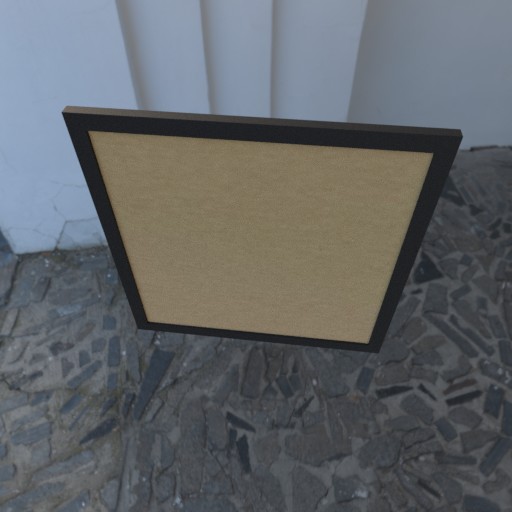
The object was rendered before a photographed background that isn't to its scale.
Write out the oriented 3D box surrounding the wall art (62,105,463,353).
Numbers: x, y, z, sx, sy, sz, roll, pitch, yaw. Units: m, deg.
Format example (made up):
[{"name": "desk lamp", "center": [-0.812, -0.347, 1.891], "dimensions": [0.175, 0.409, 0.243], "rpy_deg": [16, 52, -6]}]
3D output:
[{"name": "wall art", "center": [0.000, 0.000, 0.527], "dimensions": [0.358, 0.357, 0.012], "rpy_deg": [5, 47, 5]}]
